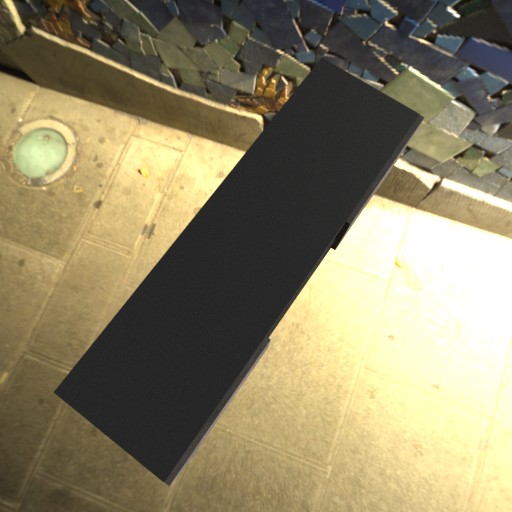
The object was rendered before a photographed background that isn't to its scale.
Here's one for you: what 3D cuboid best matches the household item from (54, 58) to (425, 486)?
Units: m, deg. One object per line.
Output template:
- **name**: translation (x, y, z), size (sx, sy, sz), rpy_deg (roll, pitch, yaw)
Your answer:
- **household item**: translation (0.000, 0.000, 1.535), size (0.420, 0.310, 1.400), rpy_deg (34, 77, 9)
